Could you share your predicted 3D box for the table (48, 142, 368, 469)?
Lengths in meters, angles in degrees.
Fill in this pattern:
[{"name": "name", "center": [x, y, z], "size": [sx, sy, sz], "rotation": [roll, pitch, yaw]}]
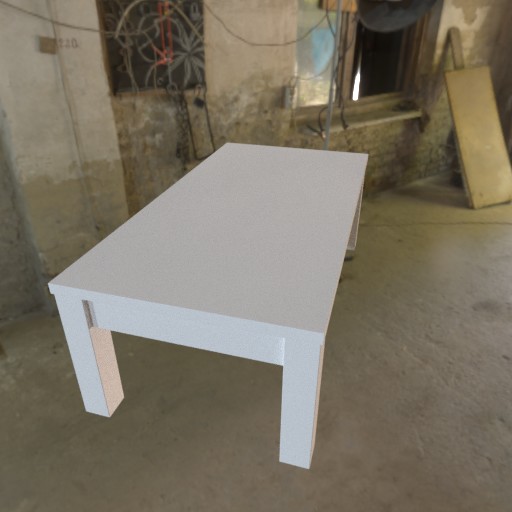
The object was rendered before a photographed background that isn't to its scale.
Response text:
[{"name": "table", "center": [0.000, 0.000, 1.711], "size": [0.700, 0.470, 1.350], "rotation": [8, 31, 14]}]
